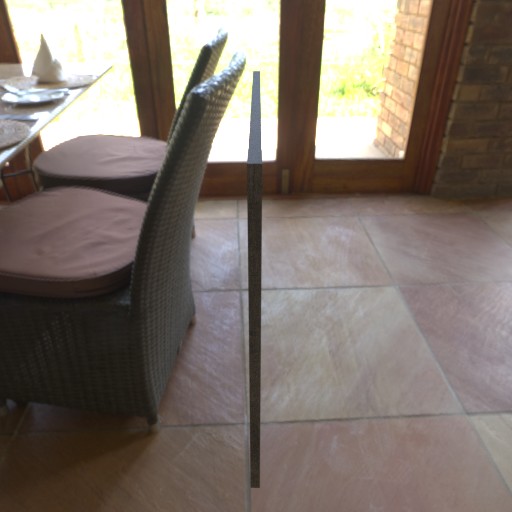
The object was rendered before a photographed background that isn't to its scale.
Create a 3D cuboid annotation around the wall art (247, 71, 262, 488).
[{"bbox_3d":[0.000,0.000,0.676,0.013,0.457,0.457,0,31,0],"label":"wall art"}]
